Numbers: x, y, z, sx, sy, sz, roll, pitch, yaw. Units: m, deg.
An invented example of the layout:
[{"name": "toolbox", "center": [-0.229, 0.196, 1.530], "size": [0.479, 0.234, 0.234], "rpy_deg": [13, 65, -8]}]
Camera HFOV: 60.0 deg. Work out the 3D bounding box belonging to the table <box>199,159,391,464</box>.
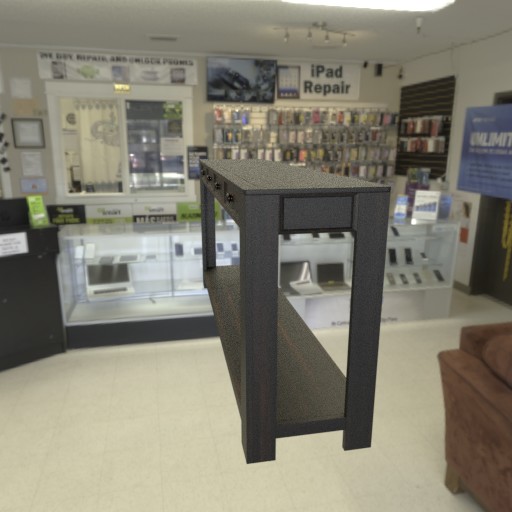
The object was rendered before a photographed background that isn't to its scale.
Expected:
[{"name": "table", "center": [0.000, 0.000, 1.944], "size": [0.384, 0.762, 1.631], "rpy_deg": [-3, 15, -10]}]
